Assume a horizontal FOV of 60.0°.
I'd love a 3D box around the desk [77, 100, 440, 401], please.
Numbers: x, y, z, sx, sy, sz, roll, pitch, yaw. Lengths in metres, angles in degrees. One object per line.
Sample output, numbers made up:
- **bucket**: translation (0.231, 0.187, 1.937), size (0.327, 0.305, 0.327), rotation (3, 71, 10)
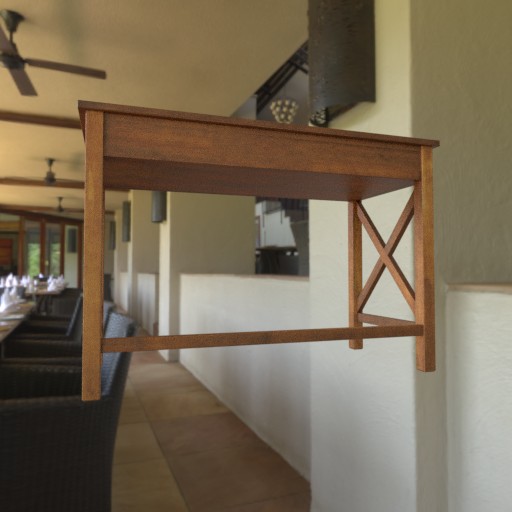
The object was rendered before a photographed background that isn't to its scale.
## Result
- **desk**: translation (0.000, 0.000, 1.523), size (1.117, 0.762, 0.508), rotation (1, -2, -18)
